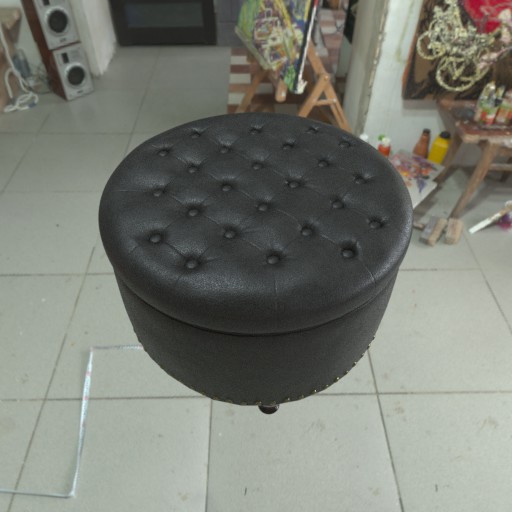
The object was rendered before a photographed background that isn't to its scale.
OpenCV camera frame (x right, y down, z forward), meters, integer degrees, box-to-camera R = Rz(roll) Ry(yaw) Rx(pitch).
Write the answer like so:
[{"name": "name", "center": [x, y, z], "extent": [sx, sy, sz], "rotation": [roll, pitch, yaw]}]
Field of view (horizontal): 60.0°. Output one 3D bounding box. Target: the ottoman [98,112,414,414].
[{"name": "ottoman", "center": [0.000, 0.000, 1.052], "extent": [0.637, 0.442, 0.637], "rotation": [0, 46, 0]}]
